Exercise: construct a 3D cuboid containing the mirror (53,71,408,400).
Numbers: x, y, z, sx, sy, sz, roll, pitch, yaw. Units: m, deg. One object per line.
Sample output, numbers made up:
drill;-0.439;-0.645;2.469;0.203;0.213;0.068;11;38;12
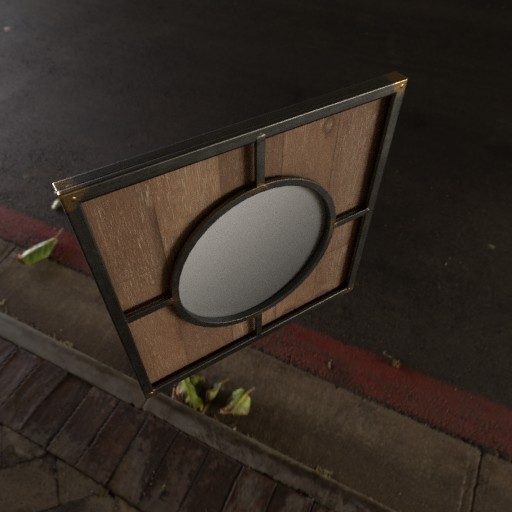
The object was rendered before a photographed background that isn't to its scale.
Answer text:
mirror;0.000;0.000;0.567;0.382;0.381;0.020;-24;52;-20
